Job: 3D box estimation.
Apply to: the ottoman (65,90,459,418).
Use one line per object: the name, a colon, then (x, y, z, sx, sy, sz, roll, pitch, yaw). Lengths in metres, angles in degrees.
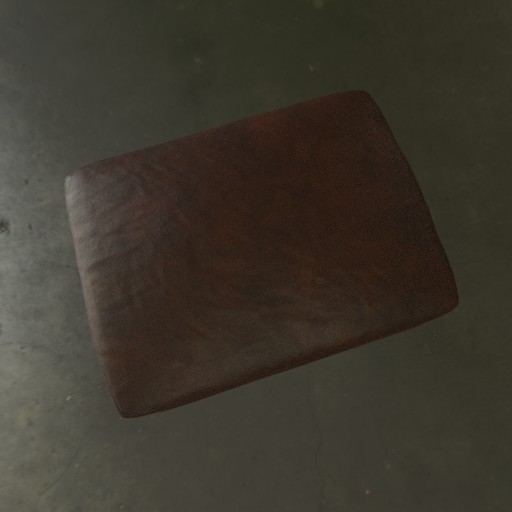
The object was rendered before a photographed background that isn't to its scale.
ottoman: (0.000, 0.000, 1.272, 0.887, 0.527, 0.659, -17, 76, -4)
